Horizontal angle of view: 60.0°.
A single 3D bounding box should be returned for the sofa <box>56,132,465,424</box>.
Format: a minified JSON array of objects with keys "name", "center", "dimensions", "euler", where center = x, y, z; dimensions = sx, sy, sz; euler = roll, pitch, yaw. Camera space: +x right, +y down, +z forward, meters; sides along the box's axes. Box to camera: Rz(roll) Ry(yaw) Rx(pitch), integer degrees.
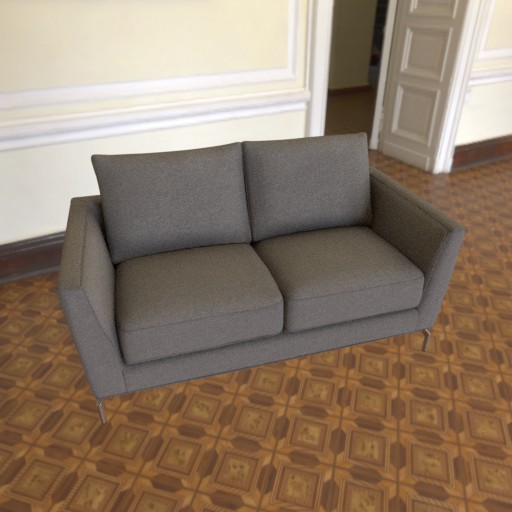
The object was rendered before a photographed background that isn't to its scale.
[{"name":"sofa","center":[0.000,0.000,2.071],"dimensions":[1.594,0.924,0.803],"euler":[-9,32,-14]}]
